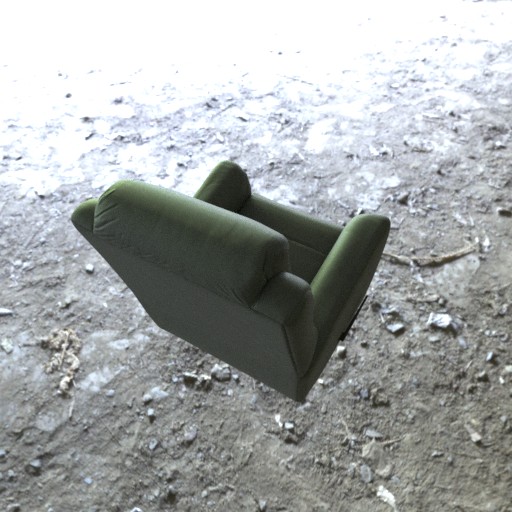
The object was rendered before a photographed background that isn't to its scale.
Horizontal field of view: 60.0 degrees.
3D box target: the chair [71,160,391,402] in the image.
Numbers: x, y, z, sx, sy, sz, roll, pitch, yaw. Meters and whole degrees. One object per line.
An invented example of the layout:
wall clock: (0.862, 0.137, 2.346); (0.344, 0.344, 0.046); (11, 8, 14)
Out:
chair: (0.000, 0.000, 1.982); (0.967, 1.116, 1.068); (23, 51, 20)
